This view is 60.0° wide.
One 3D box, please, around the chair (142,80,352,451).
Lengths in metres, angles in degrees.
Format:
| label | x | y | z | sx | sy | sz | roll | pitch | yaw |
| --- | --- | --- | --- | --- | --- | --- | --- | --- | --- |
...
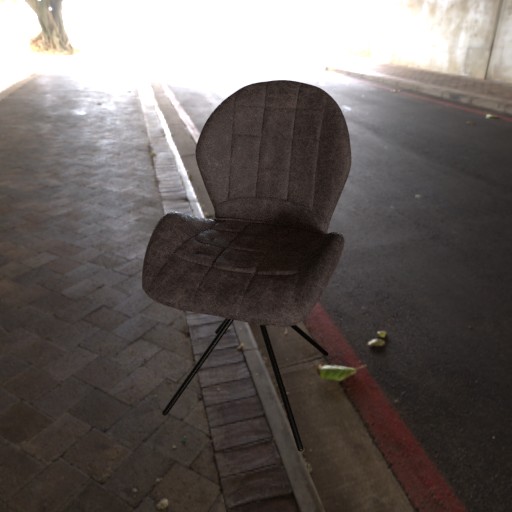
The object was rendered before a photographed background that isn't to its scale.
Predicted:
| label | x | y | z | sx | sy | sz | roll | pitch | yaw |
| --- | --- | --- | --- | --- | --- | --- | --- | --- | --- |
| chair | 0.000 | 0.000 | 1.335 | 0.527 | 0.934 | 0.640 | 8 | 29 | 16 |
